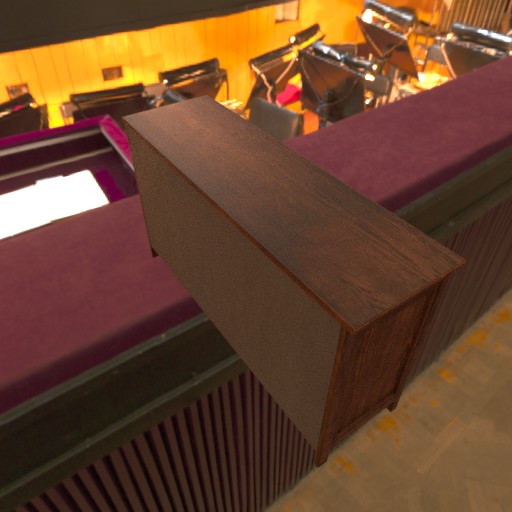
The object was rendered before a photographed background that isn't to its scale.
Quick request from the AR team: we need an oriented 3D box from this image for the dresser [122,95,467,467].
[{"bbox_3d":[0.000,0.000,1.983,0.463,0.856,1.551,-25,47,-25],"label":"dresser"}]
